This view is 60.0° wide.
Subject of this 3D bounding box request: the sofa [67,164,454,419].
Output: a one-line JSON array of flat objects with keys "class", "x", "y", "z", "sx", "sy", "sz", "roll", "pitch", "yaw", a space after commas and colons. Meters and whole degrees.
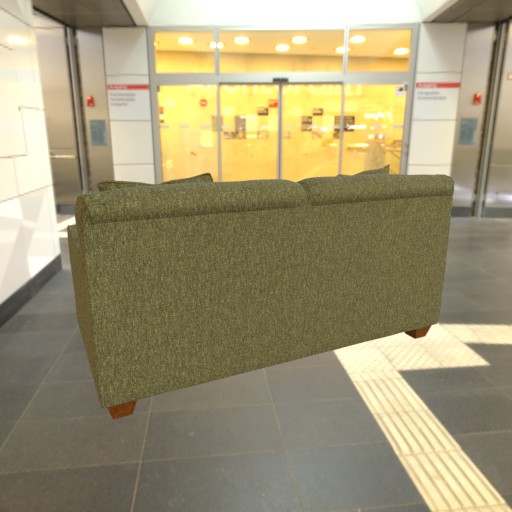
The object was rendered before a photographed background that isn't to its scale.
[{"class": "sofa", "x": 0.000, "y": 0.000, "z": 2.423, "sx": 1.846, "sy": 0.958, "sz": 0.998, "roll": -7, "pitch": 17, "yaw": -25}]
